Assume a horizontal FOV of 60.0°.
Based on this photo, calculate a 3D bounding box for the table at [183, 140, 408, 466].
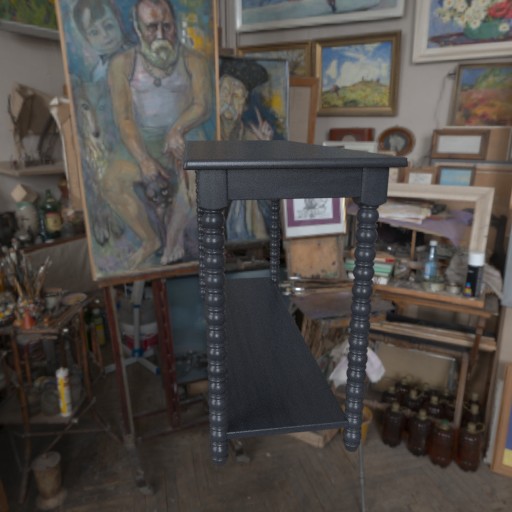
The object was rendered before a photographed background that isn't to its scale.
[{"bbox_3d":[0.000,0.000,1.523,0.459,0.735,1.184,-2,16,-8],"label":"table"}]
